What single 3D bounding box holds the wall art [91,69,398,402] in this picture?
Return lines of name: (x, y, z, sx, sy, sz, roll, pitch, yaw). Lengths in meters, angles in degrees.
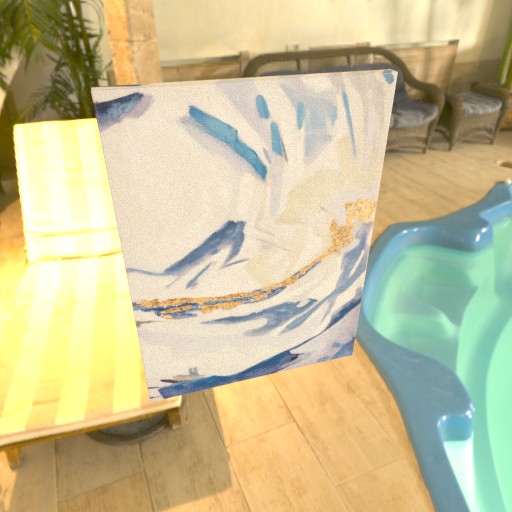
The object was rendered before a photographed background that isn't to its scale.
wall art: (0.000, 0.000, 1.342, 0.761, 1.015, 0.038, -9, 33, -14)
